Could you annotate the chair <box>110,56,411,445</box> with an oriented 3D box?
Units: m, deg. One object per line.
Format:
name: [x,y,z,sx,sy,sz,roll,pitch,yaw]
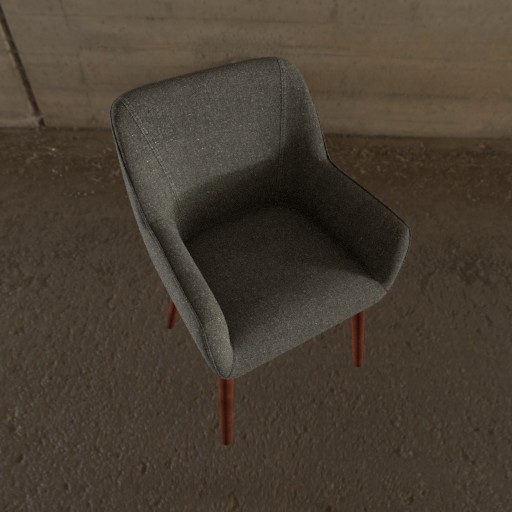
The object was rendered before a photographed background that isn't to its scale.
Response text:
chair: [0.000,0.000,1.161,0.543,0.803,0.519,-23,50,-21]
